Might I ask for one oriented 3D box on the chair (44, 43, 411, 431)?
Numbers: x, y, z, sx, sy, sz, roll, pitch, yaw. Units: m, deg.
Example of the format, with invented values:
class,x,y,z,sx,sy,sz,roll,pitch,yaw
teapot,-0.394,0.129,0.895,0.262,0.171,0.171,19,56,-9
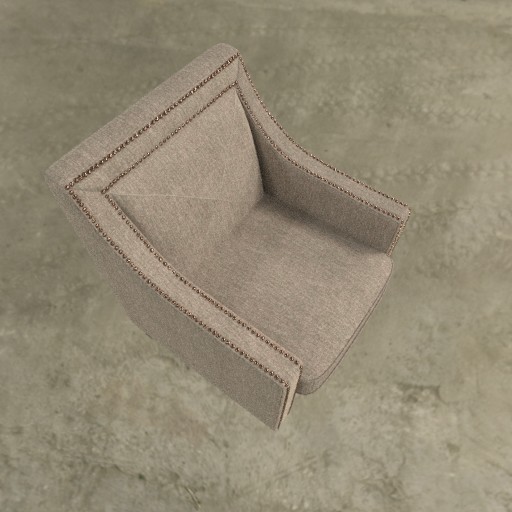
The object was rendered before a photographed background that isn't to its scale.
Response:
class,x,y,z,sx,sy,sz,roll,pitch,yaw
chair,0.000,0.000,1.595,0.884,0.967,0.776,32,62,19
